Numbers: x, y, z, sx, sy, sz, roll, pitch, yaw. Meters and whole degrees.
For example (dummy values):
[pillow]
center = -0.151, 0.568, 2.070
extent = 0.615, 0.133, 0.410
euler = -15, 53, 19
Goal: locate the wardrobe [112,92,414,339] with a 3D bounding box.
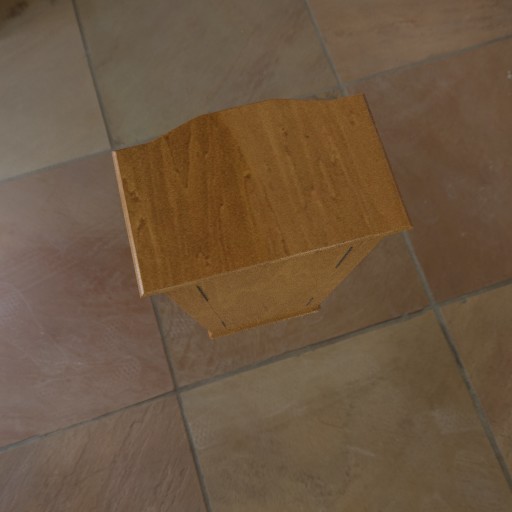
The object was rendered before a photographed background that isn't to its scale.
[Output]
[wardrobe]
center = 0.000, 0.000, 1.126
extent = 0.406, 0.959, 0.273
euler = -14, 76, -4
